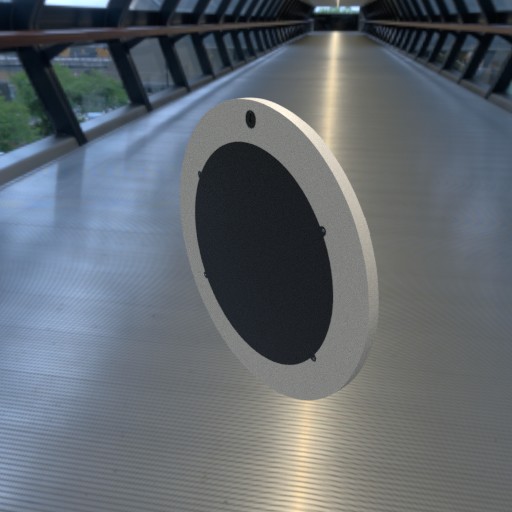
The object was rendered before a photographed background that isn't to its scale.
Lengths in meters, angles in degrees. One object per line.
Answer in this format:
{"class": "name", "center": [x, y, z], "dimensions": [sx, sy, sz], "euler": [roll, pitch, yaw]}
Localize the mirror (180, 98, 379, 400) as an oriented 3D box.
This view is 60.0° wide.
{"class": "mirror", "center": [0.000, 0.000, 1.360], "dimensions": [0.038, 0.914, 0.914], "euler": [-18, 32, -32]}
